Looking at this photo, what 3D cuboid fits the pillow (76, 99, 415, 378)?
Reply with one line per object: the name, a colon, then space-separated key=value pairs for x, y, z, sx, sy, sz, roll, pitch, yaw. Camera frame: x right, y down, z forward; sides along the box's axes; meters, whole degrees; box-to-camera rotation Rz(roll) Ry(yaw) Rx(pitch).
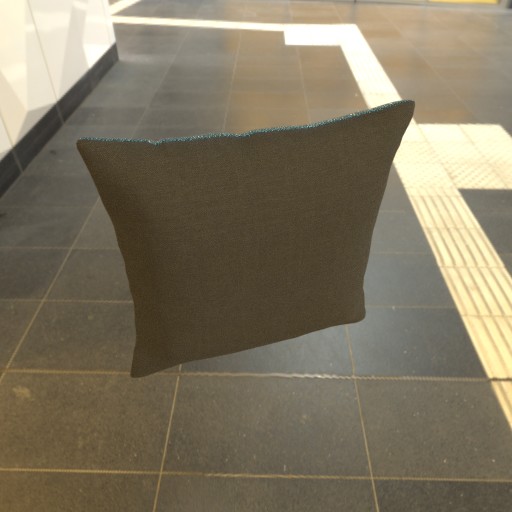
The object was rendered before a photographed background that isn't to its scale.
pillow: x=0.000 y=0.000 z=0.654 sx=0.436 sy=0.430 sz=0.138 roll=-12 pitch=41 yaw=-14
